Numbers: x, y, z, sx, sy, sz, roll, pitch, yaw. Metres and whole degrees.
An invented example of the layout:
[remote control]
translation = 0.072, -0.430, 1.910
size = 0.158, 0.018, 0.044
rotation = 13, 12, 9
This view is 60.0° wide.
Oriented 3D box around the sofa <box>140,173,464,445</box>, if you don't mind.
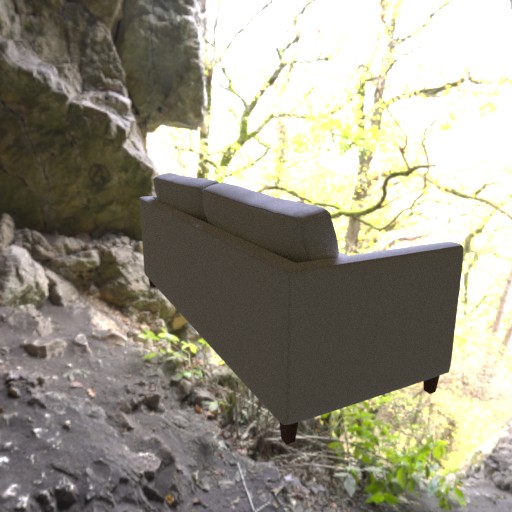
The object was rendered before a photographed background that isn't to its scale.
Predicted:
[sofa]
translation = 0.000, 0.000, 2.836
size = 0.951, 0.962, 2.361
rotation = -7, 16, -26
